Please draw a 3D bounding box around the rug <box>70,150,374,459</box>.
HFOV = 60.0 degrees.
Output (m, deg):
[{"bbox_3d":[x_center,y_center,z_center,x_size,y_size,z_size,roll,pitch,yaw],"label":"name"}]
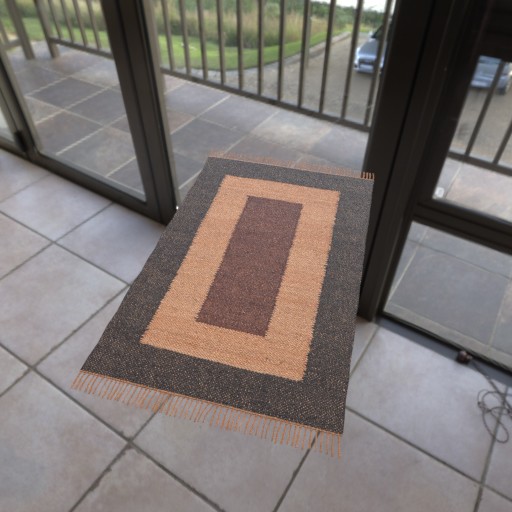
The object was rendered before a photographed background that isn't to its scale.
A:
[{"bbox_3d":[0.000,0.000,1.930,0.920,0.013,1.541,10,46,10],"label":"rug"}]
